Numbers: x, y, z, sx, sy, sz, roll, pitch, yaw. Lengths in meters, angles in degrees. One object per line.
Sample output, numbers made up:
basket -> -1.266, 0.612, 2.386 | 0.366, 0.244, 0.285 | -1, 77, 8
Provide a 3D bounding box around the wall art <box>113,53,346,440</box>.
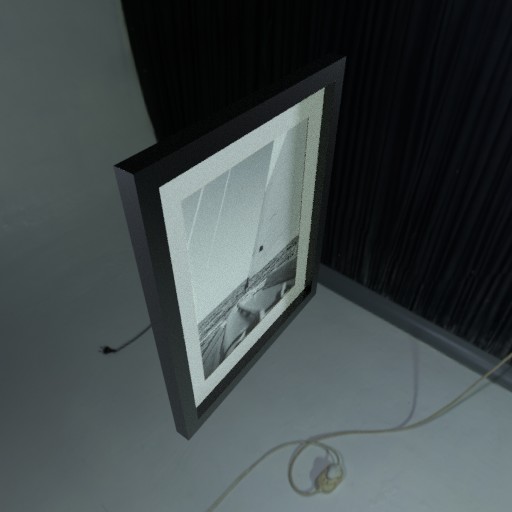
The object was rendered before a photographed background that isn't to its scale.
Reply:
wall art -> 0.000, 0.000, 0.776 | 0.031, 0.558, 0.461 | 26, 47, 26
